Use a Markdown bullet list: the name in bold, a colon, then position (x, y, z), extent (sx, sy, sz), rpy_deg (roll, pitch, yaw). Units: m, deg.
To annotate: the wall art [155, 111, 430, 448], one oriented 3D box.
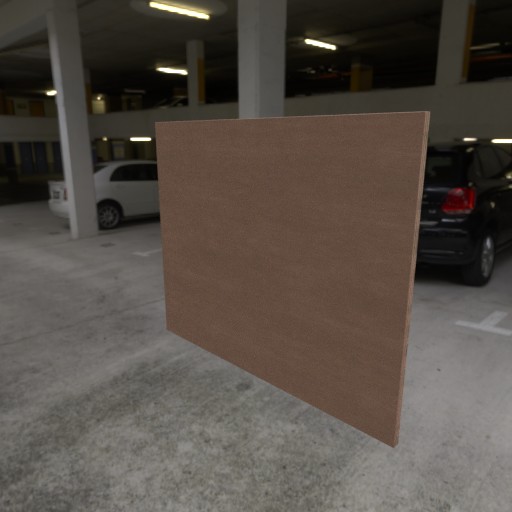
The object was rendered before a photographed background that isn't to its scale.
- **wall art**: position (0.000, 0.000, 0.689), extent (0.012, 0.408, 0.508), rpy_deg (-15, 21, -43)
